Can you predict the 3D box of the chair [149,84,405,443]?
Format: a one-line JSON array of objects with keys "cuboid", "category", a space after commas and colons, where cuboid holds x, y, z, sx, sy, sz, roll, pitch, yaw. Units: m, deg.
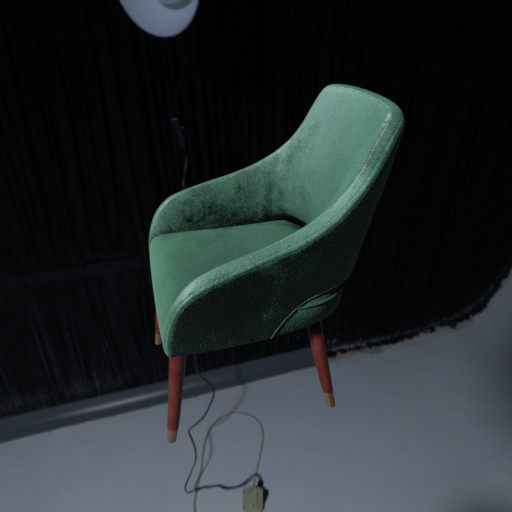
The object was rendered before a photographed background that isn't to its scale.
[{"cuboid": [0.000, 0.000, 1.587, 0.794, 1.081, 0.683, -8, 32, -13], "category": "chair"}]
